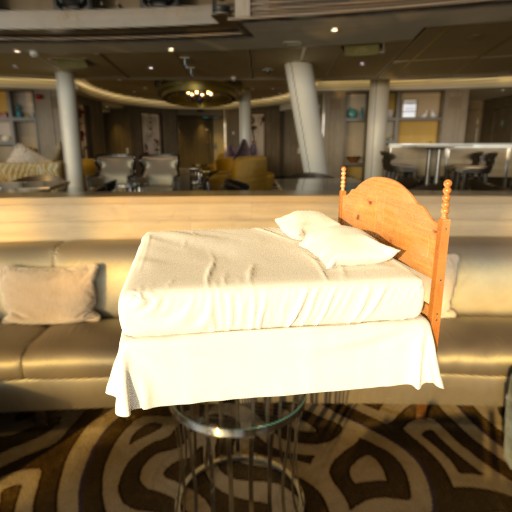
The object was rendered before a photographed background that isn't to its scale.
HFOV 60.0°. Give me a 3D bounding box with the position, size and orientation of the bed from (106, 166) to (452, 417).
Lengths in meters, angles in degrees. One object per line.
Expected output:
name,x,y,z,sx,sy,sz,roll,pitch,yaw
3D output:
bed,0.000,0.000,3.659,2.219,1.355,2.322,-2,14,-9
